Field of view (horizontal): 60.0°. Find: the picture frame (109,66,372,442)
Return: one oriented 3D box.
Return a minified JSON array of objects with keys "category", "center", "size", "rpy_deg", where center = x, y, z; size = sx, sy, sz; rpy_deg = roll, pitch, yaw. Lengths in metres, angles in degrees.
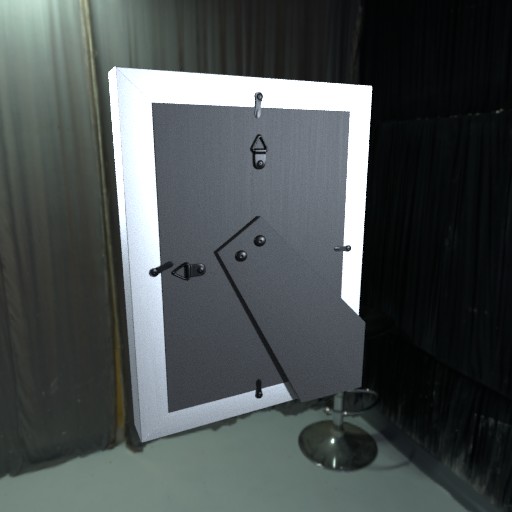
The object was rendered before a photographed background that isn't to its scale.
[{"category":"picture frame","center":[0.000,0.000,0.277],"size":[0.157,0.208,0.028],"rpy_deg":[-7,15,-25]}]
